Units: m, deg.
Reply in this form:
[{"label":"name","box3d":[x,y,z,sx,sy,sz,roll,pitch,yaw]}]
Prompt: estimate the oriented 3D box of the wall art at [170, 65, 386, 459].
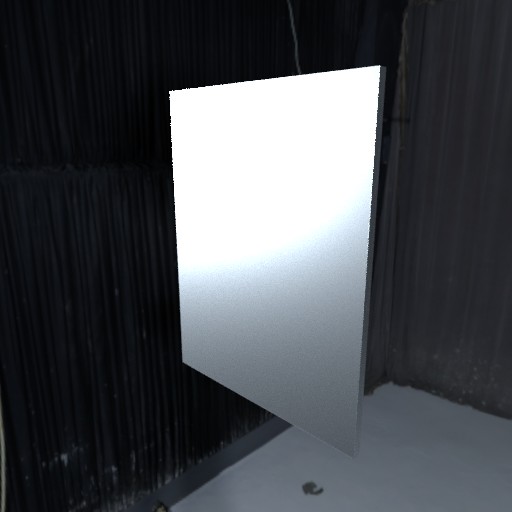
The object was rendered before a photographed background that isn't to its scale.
[{"label":"wall art","box3d":[0.000,0.000,1.423,0.816,1.046,0.030,14,20,43]}]
